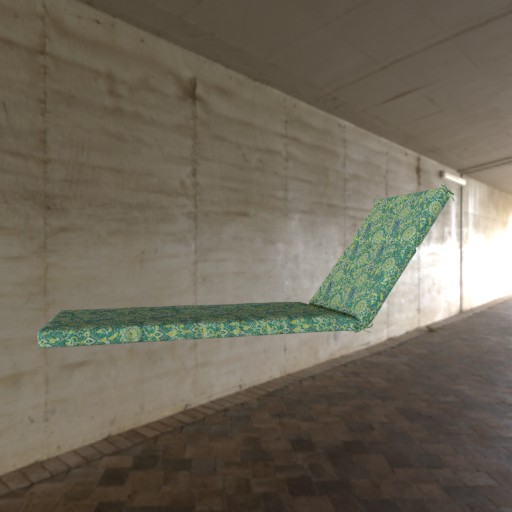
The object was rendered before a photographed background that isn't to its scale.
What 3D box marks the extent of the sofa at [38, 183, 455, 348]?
[{"bbox_3d":[0.000,0.000,1.936,1.663,0.622,0.582,0,1,-17],"label":"sofa"}]
